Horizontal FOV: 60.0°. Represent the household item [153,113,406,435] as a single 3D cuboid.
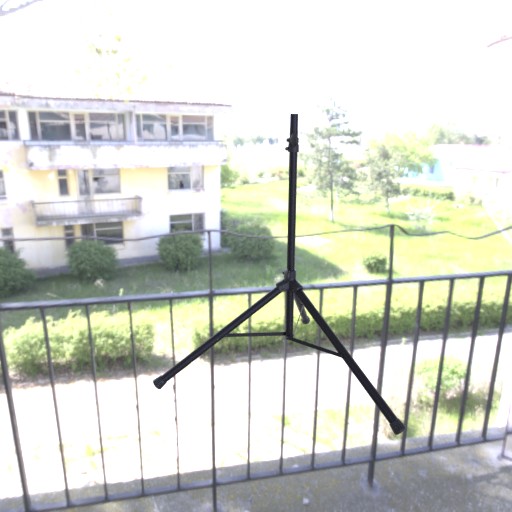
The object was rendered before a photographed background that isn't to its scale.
[{"bbox_3d":[0.000,0.000,1.853,0.907,1.136,1.045,-3,16,-12],"label":"household item"}]
